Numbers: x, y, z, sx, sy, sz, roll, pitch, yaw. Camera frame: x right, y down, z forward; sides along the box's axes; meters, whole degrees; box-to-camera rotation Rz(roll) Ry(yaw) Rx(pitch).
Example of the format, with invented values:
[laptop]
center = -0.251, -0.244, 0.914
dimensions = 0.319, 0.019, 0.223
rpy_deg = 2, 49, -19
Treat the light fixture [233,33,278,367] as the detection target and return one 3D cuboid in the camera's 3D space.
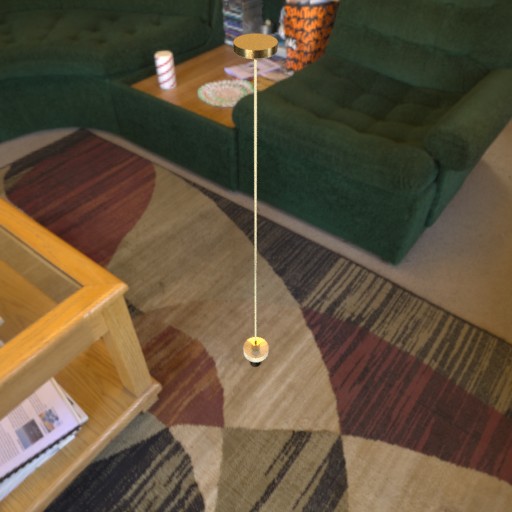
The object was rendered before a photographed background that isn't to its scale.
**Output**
[light fixture]
center = 0.000, 0.000, 1.801
dimensions = 0.129, 1.669, 0.129
rpy_deg = 14, 47, 14
